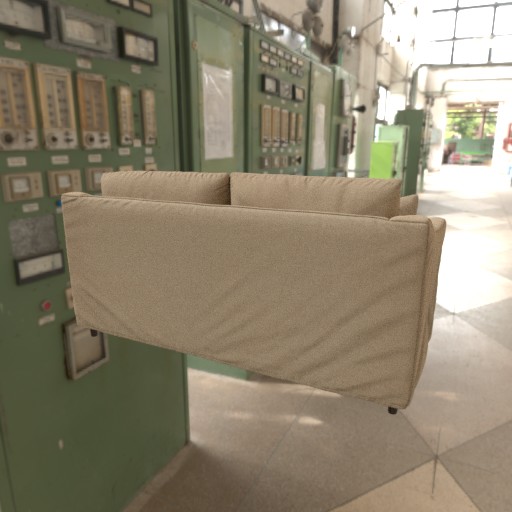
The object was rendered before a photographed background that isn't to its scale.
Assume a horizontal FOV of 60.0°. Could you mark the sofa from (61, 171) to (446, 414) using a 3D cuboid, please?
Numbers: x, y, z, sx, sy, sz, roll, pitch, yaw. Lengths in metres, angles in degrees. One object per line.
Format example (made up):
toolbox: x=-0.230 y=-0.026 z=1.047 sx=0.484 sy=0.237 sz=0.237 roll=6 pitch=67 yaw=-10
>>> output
sofa: x=0.000 y=0.000 z=2.638 sx=2.010 sy=1.018 sz=1.072 roll=7 pitch=16 yaw=26
